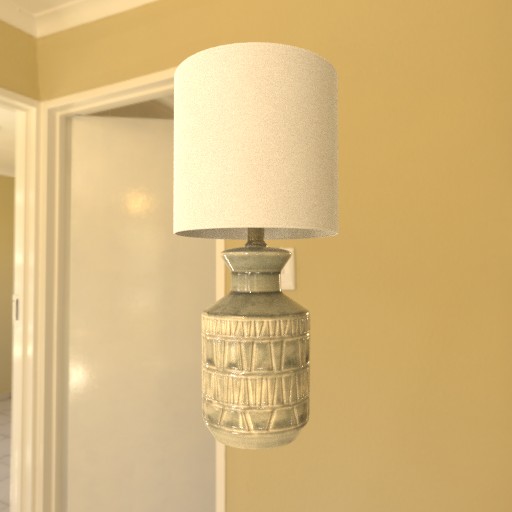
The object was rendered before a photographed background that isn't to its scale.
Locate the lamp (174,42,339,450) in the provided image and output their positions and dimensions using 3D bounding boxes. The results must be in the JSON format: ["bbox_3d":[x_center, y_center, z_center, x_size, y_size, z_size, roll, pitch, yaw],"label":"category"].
[{"bbox_3d":[0.000,0.000,0.575,0.211,0.455,0.211,0,-2,17],"label":"lamp"}]
